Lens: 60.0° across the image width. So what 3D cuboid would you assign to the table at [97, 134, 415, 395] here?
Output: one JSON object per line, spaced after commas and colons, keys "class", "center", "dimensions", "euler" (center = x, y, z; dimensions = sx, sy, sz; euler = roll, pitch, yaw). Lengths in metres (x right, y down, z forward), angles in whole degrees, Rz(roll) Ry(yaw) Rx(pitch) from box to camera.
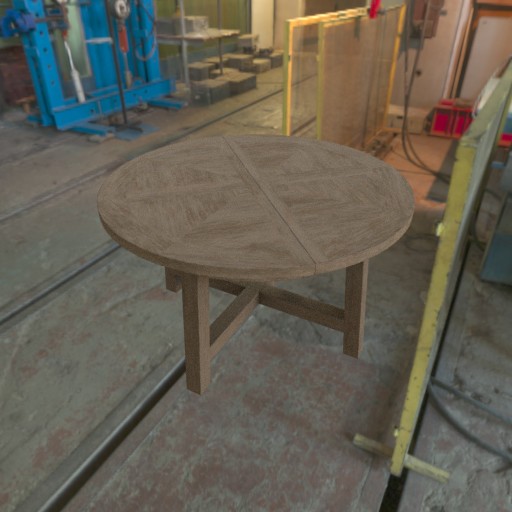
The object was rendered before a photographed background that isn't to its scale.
{"class": "table", "center": [0.000, 0.000, 2.126], "dimensions": [1.319, 0.762, 1.319], "euler": [0, 33, 0]}
